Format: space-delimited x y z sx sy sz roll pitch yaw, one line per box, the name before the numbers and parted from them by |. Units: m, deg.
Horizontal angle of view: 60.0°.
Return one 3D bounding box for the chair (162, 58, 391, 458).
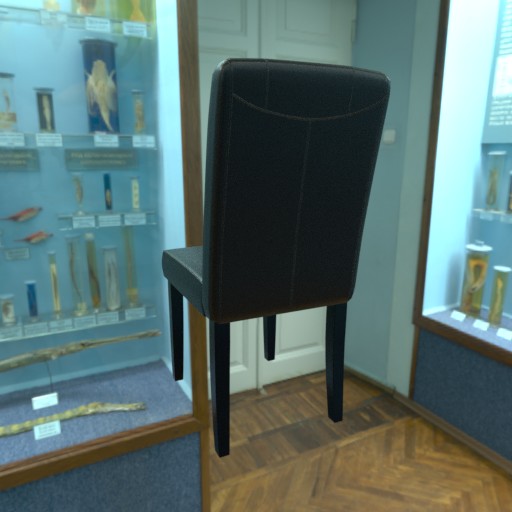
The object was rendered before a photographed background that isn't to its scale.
chair | 0.000 0.000 1.207 0.399 0.897 0.556 -6 14 -24
